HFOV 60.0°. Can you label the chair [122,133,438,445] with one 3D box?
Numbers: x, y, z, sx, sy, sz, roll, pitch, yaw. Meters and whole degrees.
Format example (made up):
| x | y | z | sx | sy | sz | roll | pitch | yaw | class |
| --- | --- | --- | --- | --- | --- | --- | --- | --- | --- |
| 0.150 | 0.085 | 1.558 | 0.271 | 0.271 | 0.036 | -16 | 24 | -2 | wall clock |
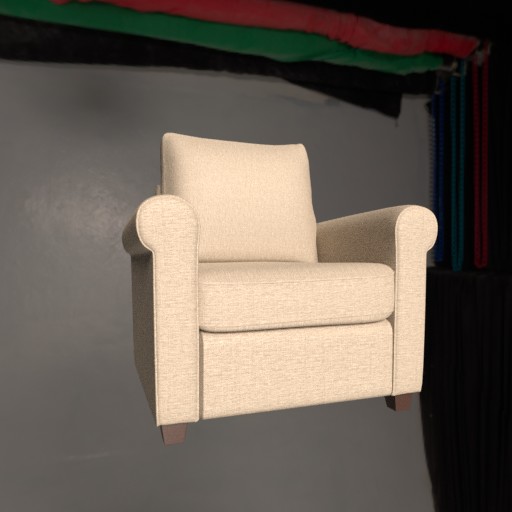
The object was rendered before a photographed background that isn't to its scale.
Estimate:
| x | y | z | sx | sy | sz | roll | pitch | yaw | class |
| --- | --- | --- | --- | --- | --- | --- | --- | --- | --- |
| 0.000 | 0.000 | 2.249 | 1.275 | 1.349 | 1.180 | 0 | 1 | -20 | chair |
